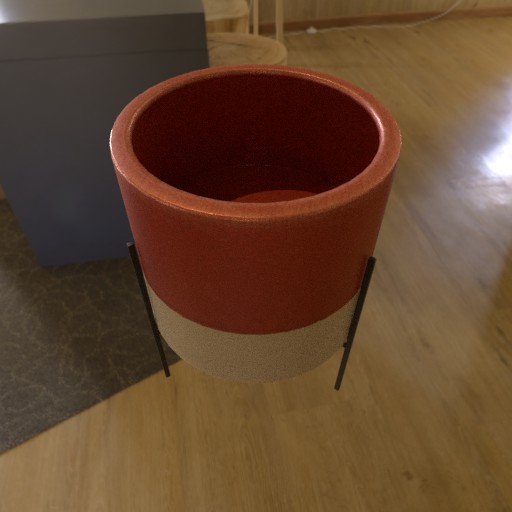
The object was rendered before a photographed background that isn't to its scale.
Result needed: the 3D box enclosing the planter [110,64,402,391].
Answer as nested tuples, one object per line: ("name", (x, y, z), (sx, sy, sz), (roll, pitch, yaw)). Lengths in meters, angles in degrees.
("planter", (0.000, 0.000, 0.698), (0.345, 0.465, 0.354), (3, 46, 3))
